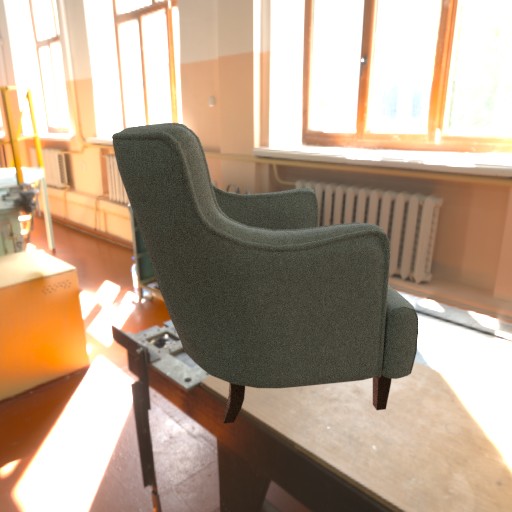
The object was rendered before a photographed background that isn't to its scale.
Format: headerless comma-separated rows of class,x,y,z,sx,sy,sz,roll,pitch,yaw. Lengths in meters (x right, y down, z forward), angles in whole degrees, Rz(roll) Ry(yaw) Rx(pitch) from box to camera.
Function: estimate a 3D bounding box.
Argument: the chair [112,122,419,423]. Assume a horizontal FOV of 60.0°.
chair,0.000,0.000,1.584,0.910,0.920,0.820,-3,17,-9
